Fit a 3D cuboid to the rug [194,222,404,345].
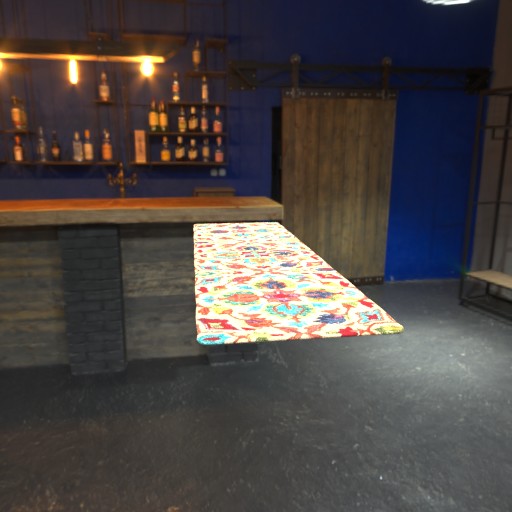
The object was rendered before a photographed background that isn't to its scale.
[{"bbox_3d":[0.000,0.000,2.511,0.693,0.016,2.273,-2,14,-8],"label":"rug"}]
